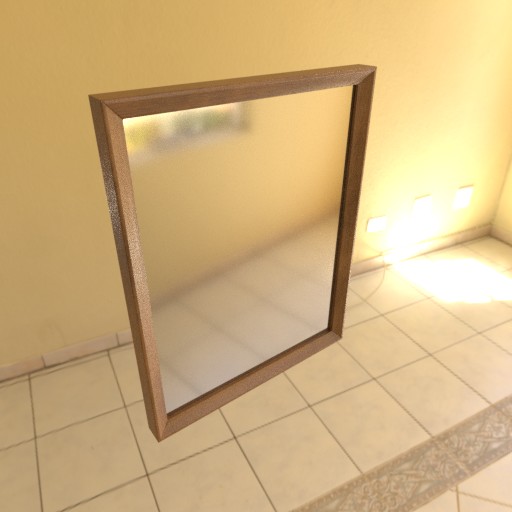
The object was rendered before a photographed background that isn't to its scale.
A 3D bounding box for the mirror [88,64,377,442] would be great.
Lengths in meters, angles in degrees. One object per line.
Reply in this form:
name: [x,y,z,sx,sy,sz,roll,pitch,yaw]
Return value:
mirror: [0.000,0.000,0.675,0.406,0.509,0.041,-21,36,-31]
